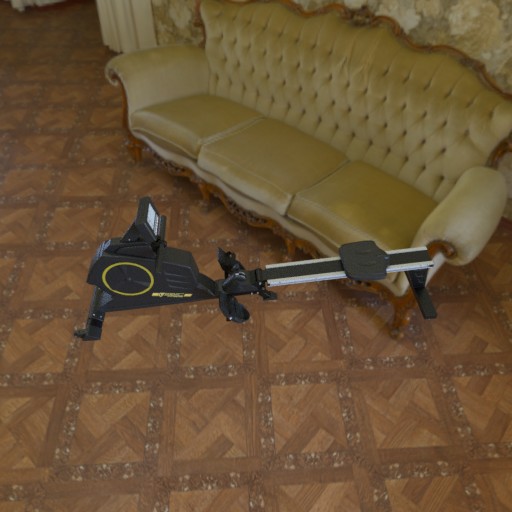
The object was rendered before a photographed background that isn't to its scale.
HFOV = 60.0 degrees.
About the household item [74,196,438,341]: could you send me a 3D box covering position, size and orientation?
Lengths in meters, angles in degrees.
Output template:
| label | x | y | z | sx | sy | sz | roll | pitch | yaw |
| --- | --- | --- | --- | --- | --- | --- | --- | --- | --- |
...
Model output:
| label | x | y | z | sx | sy | sz | roll | pitch | yaw |
| --- | --- | --- | --- | --- | --- | --- | --- | --- | --- |
| household item | 0.000 | 0.000 | 2.649 | 2.251 | 0.810 | 0.521 | -3 | 46 | -3 |
